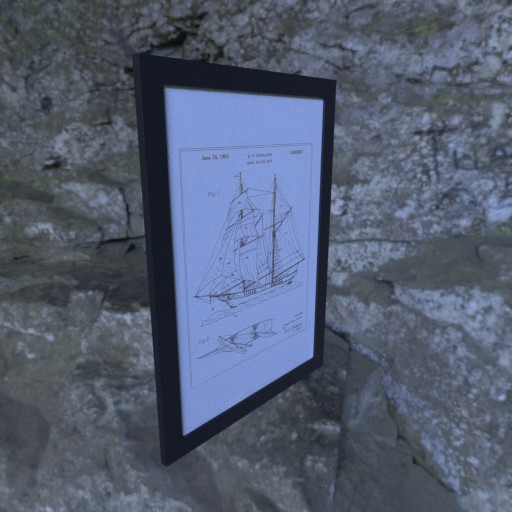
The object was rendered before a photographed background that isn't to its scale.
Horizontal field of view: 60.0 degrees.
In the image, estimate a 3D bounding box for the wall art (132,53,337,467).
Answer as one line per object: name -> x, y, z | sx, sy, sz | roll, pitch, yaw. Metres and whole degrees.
wall art -> 0.000, 0.000, 0.684 | 0.013, 0.534, 0.381 | 15, 22, 41
